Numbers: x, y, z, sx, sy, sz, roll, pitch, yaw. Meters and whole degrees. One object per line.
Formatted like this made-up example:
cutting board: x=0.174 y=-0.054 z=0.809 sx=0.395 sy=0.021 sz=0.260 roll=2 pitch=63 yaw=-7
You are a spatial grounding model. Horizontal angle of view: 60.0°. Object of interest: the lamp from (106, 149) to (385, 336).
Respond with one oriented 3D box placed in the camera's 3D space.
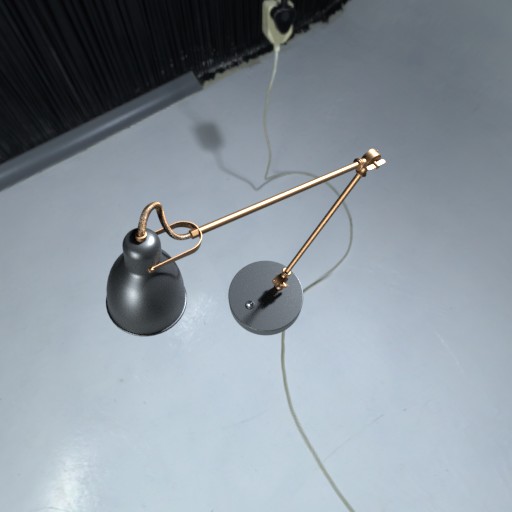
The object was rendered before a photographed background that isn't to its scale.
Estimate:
lamp: x=0.000 y=0.000 z=0.863 sx=0.561 sy=0.587 sz=0.187 roll=-32 pitch=68 yaw=-14
